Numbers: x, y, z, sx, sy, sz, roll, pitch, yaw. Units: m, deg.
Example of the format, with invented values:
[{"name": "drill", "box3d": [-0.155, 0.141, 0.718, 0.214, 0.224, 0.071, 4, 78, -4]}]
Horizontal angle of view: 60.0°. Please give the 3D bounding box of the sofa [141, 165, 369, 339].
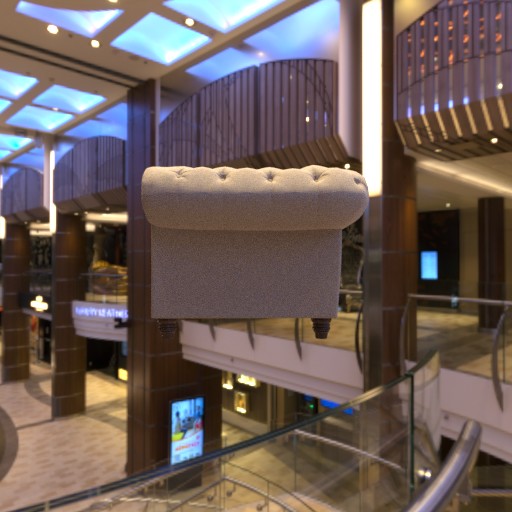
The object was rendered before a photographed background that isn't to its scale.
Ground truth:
[{"name": "sofa", "box3d": [0.000, 0.000, 3.260, 1.076, 0.847, 2.694, 0, -1, 0]}]
